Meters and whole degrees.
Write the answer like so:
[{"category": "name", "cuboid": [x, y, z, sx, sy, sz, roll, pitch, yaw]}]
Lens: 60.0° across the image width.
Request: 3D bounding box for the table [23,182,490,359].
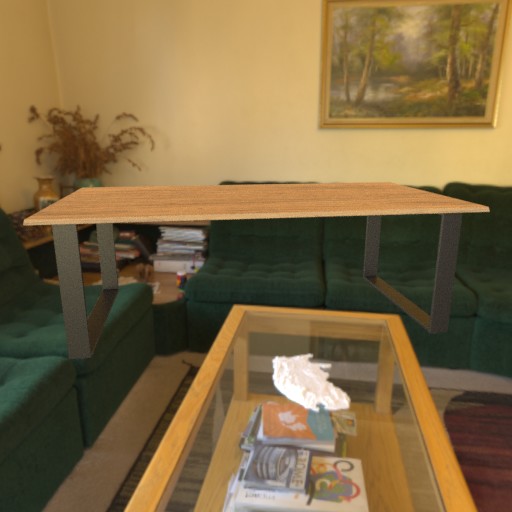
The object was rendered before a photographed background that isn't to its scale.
[{"category": "table", "cuboid": [0.000, 0.000, 1.635, 1.331, 0.445, 0.693, -2, 16, -8]}]
